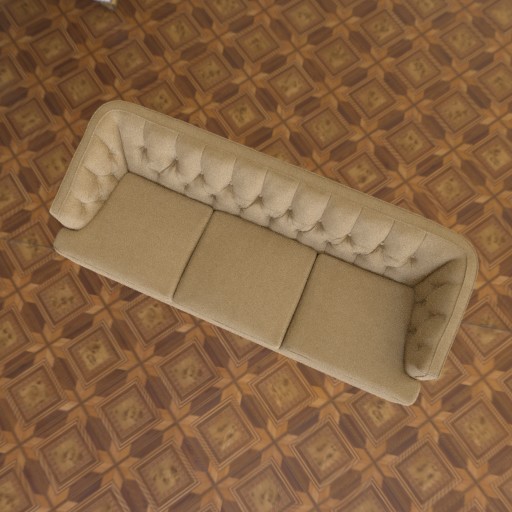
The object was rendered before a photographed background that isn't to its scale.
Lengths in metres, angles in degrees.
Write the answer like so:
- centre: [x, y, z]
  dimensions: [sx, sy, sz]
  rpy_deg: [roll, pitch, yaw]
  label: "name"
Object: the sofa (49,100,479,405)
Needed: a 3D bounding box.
- centre: [0.000, 0.000, 2.620]
  dimensions: [2.235, 0.788, 0.913]
  rpy_deg: [23, 77, 5]
  label: "sofa"
